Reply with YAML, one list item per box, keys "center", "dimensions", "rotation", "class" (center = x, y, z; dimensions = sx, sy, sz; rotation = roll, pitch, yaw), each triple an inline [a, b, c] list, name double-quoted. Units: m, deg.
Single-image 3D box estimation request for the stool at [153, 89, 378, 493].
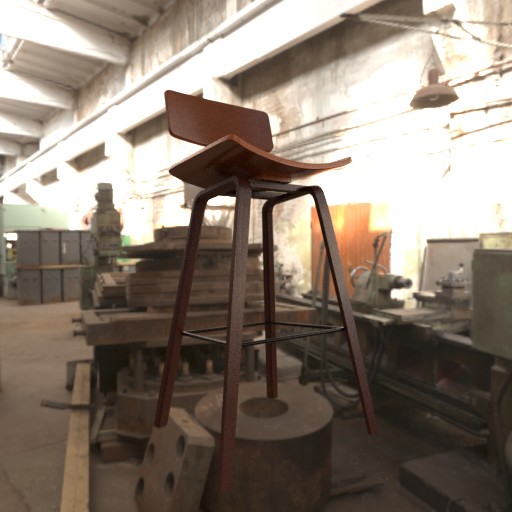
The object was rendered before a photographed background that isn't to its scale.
- center: [0.000, 0.000, 1.234]
  dimensions: [0.509, 0.969, 0.440]
  rotation: [-1, 1, -36]
  class: "stool"
